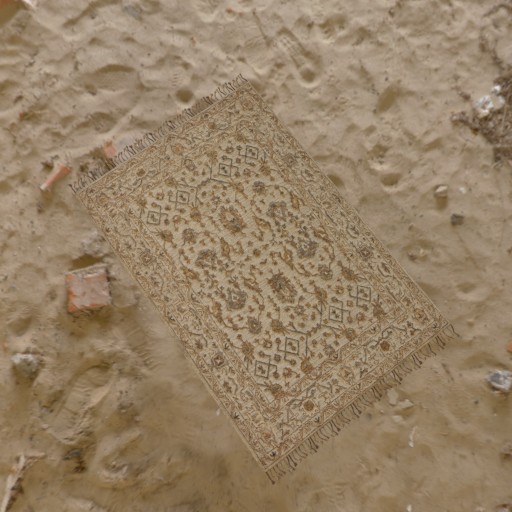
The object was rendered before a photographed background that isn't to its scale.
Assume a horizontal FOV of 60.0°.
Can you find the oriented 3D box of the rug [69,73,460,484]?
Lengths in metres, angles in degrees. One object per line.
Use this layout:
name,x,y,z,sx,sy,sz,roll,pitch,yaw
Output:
rug,0.000,0.000,3.007,1.529,0.027,2.434,-36,79,-8
